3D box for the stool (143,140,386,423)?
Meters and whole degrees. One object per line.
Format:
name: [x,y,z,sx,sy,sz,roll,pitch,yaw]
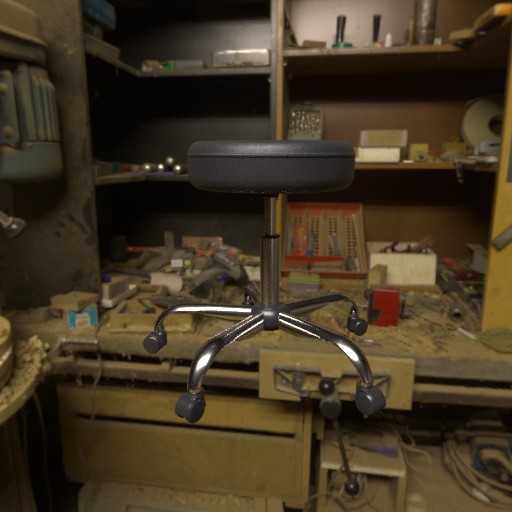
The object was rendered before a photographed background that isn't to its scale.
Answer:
stool: [0.000,0.000,1.153,0.638,0.576,0.673,2,13,9]
